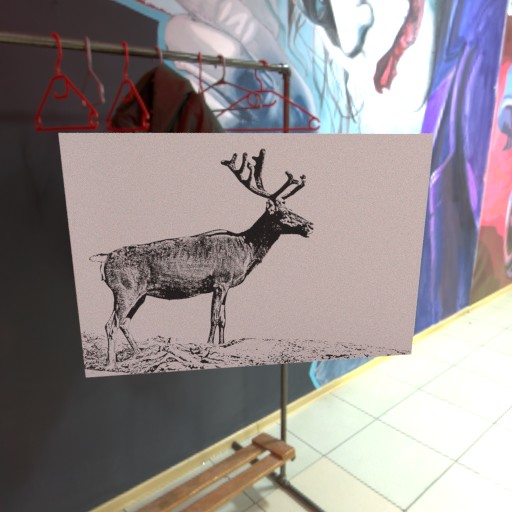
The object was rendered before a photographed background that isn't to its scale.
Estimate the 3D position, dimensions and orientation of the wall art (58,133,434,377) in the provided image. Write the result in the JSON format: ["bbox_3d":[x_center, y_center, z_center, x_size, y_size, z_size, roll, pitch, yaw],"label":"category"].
[{"bbox_3d":[0.000,0.000,1.158,0.906,0.617,0.033,-2,15,-8],"label":"wall art"}]
